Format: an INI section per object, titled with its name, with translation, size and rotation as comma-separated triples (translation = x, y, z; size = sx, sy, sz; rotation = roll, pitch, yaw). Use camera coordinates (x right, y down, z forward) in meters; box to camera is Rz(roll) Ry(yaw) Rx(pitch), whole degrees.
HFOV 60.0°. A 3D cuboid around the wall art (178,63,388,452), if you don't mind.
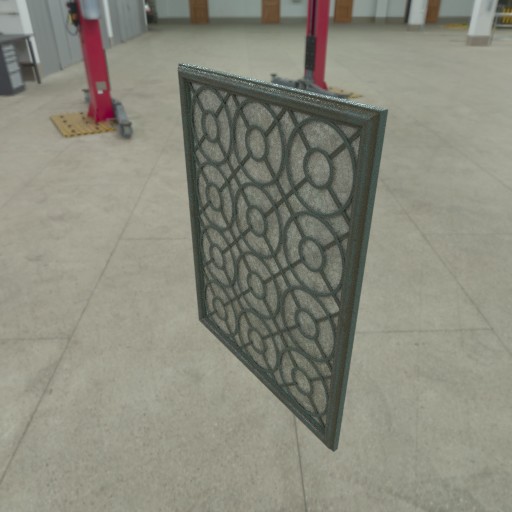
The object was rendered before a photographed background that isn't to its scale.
[wall art]
translation = 0.000, 0.000, 1.321
size = 0.030, 0.983, 0.767
rotation = -21, 37, -31
